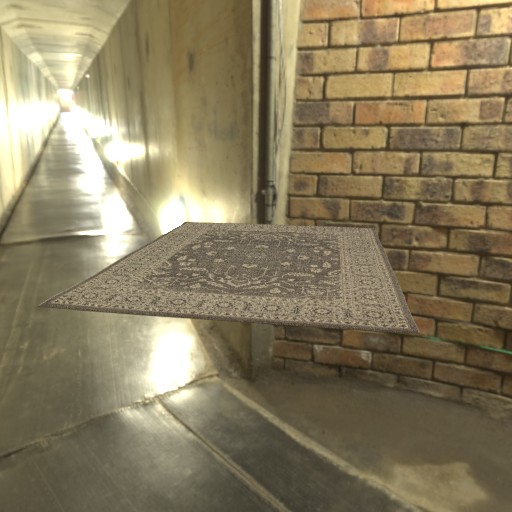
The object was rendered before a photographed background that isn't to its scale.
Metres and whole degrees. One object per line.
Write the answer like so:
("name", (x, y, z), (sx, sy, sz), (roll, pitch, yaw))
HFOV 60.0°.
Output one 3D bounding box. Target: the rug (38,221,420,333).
("rug", (0.000, 0.000, 4.212), (2.451, 0.026, 3.069), (3, 15, 9))
